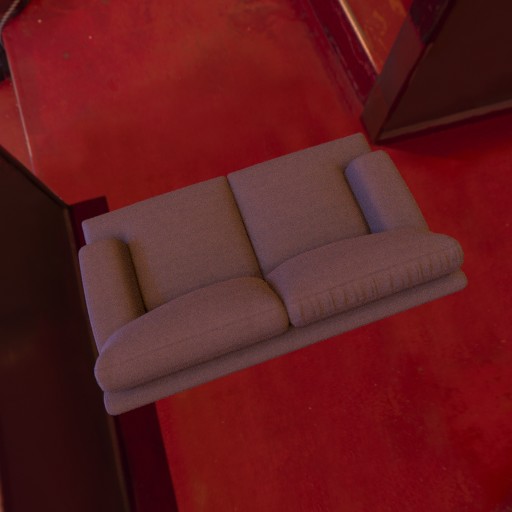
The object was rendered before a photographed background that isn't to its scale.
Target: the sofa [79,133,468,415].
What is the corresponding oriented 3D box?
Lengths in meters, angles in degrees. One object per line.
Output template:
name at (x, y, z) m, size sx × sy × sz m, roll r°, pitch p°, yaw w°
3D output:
sofa at (0.000, 0.000, 2.487) m, size 1.869 × 0.950 × 1.140 m, roll -19°, pitch 75°, yaw -5°
